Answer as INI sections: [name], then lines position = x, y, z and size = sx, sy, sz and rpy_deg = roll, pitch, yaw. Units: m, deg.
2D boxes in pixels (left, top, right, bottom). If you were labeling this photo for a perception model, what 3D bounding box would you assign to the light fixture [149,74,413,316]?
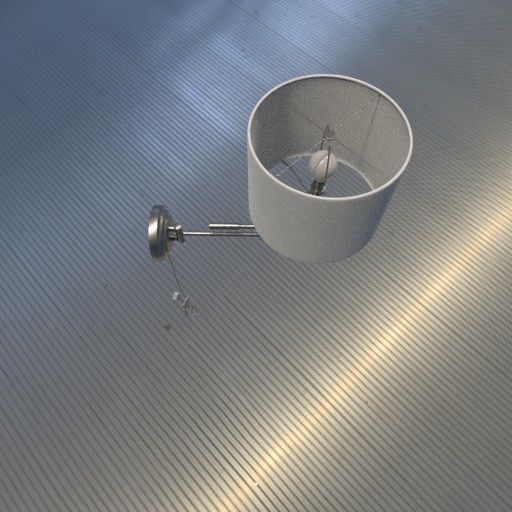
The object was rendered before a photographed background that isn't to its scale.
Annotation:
[light fixture]
position = 0.000, 0.000, 1.053
size = 0.479, 0.842, 0.253
rpy_deg = 1, 63, 0
